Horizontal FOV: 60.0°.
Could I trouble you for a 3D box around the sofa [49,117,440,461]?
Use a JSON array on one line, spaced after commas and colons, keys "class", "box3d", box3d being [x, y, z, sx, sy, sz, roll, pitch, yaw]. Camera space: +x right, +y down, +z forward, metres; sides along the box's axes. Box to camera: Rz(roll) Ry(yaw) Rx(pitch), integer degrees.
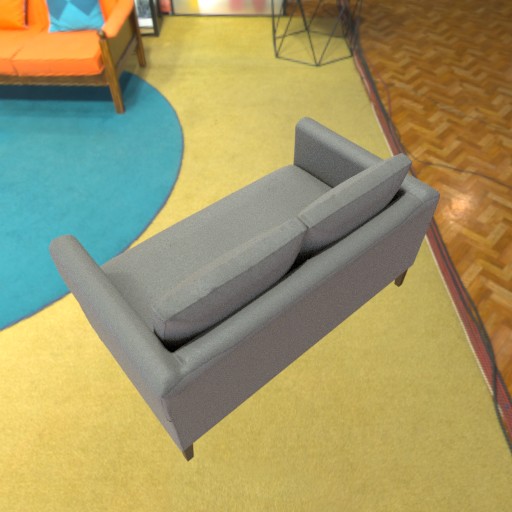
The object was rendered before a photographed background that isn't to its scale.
[{"class": "sofa", "box3d": [0.000, 0.000, 2.174, 1.598, 0.873, 0.899, -32, 56, -26]}]
